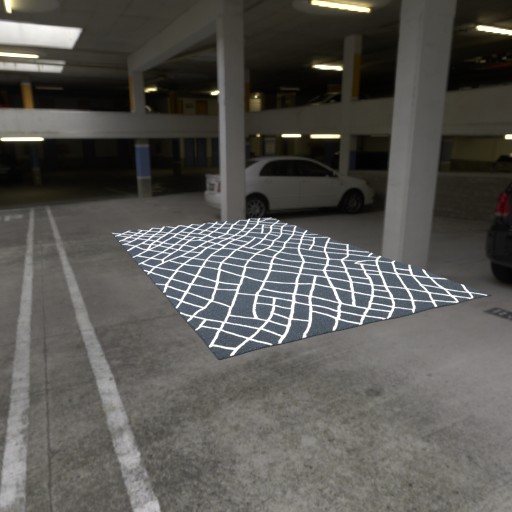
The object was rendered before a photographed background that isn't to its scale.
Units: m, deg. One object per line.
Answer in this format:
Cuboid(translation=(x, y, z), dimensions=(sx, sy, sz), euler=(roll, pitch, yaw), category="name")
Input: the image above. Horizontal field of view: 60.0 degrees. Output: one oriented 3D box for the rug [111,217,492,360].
Cuboid(translation=(0.000, 0.000, 3.030), dimensions=(1.529, 0.017, 2.448), euler=(-8, 17, -25), category="rug")
